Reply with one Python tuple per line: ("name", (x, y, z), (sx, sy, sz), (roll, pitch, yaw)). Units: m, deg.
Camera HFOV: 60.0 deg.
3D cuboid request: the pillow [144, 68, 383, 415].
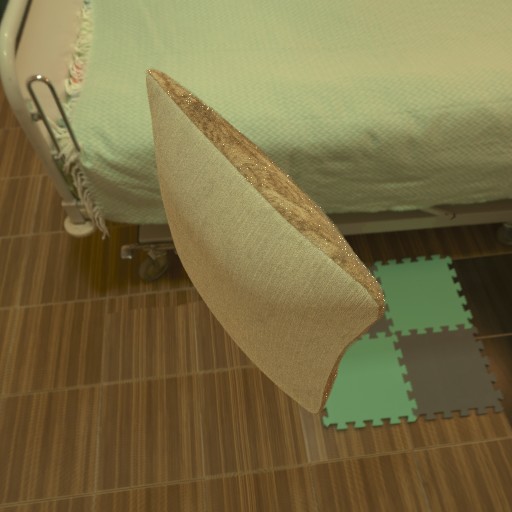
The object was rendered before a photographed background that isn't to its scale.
("pillow", (0.000, 0.000, 0.825), (0.216, 0.525, 0.538), (-32, 63, -18))
